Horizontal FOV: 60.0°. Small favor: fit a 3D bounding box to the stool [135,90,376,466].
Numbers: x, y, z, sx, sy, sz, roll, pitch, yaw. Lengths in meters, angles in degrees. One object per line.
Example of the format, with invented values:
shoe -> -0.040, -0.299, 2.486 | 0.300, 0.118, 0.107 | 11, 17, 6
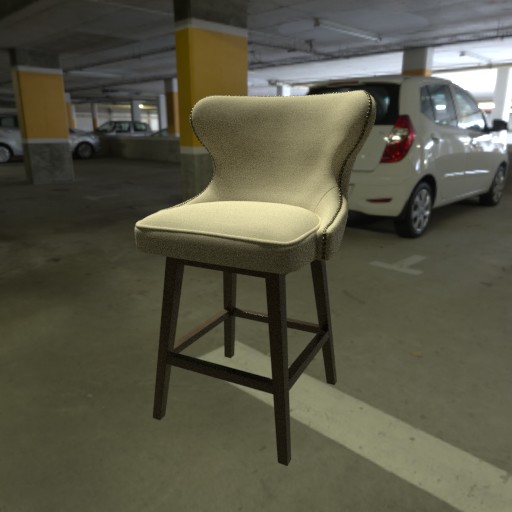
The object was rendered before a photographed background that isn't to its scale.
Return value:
stool -> 0.000, 0.000, 1.368 | 0.615, 0.972, 0.597 | 8, 18, 26
